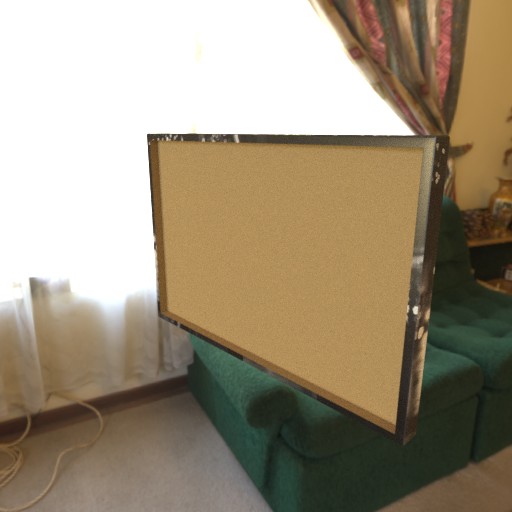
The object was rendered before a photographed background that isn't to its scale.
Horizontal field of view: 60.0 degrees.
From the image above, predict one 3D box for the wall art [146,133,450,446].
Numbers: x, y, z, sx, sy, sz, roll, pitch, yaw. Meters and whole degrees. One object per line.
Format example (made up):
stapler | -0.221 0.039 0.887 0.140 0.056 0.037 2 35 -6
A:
wall art | 0.000 0.000 0.766 0.037 0.406 0.609 -15 22 -42
